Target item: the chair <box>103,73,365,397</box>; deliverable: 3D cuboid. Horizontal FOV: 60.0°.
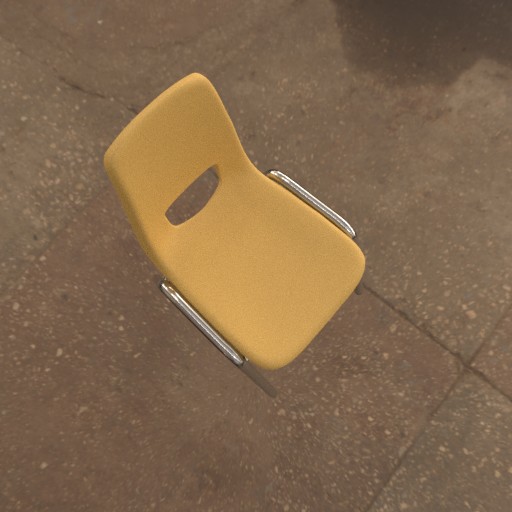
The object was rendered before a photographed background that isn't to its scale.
[{"bbox_3d":[0.000,0.000,0.850,0.423,0.586,0.354,41,78,10],"label":"chair"}]
